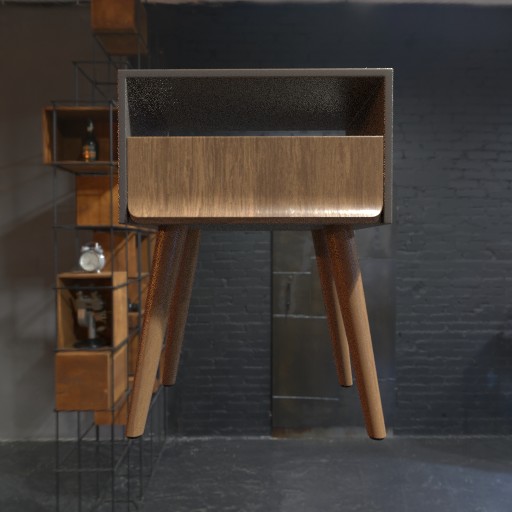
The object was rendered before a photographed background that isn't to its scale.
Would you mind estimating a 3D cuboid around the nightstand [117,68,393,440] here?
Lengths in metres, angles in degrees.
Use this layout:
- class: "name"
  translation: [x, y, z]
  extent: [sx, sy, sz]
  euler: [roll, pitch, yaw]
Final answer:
- class: "nightstand"
  translation: [0.000, 0.000, 0.733]
  extent: [0.370, 0.508, 0.288]
  euler: [0, 1, 1]
